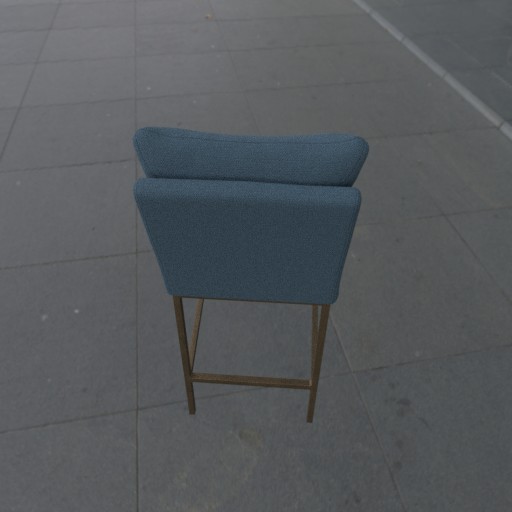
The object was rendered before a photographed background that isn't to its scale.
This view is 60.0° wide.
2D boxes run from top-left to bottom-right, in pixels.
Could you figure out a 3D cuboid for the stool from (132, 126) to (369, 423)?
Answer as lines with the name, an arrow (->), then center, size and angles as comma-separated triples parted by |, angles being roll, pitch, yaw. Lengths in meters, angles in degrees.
stool -> 0.000, 0.000, 1.319 | 0.463, 1.032, 0.568 | 3, 46, 3
